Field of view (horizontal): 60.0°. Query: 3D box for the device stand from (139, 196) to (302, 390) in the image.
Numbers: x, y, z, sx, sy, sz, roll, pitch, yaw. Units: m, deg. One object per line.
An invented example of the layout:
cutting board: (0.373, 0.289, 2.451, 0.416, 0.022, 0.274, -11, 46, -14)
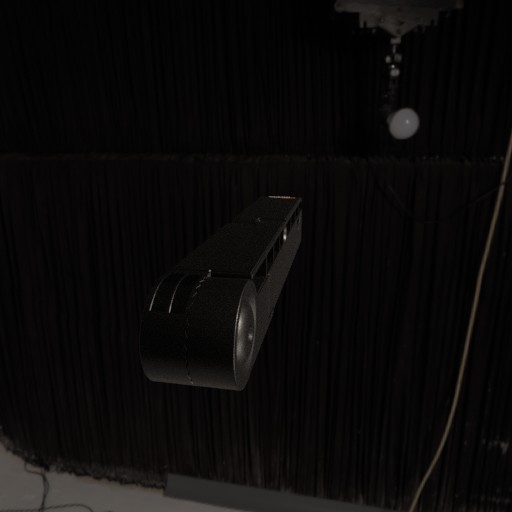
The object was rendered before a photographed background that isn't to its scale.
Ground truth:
device stand: (0.000, 0.000, 0.192, 0.026, 0.030, 0.179, 3, 16, 11)
